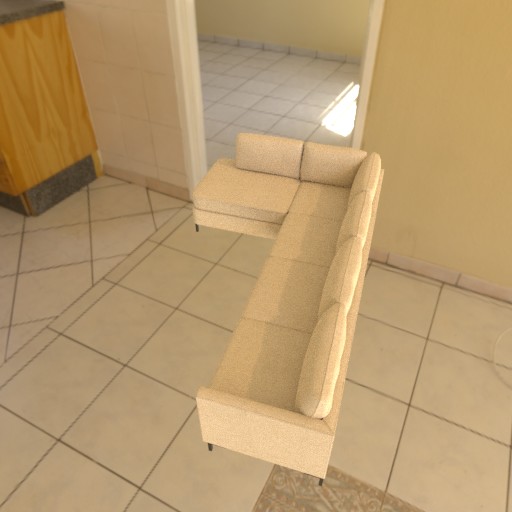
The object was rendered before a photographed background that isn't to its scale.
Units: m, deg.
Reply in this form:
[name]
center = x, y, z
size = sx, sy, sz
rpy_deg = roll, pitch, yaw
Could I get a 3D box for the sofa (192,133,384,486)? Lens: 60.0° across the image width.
[sofa]
center = 0.000, 0.000, 4.251
size = 2.048, 0.996, 3.384
rpy_deg = 12, 42, 13
